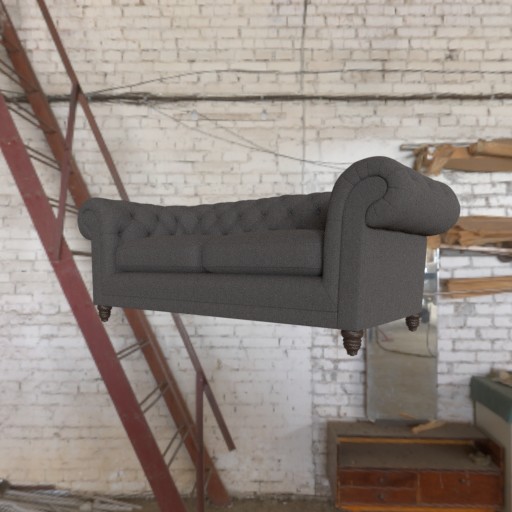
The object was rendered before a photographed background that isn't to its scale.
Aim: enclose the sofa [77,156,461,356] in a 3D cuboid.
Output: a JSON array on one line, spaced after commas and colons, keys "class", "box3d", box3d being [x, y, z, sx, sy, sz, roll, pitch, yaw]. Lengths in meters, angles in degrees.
[{"class": "sofa", "box3d": [0.000, 0.000, 2.470, 1.998, 0.764, 0.986, -1, -1, 37]}]
